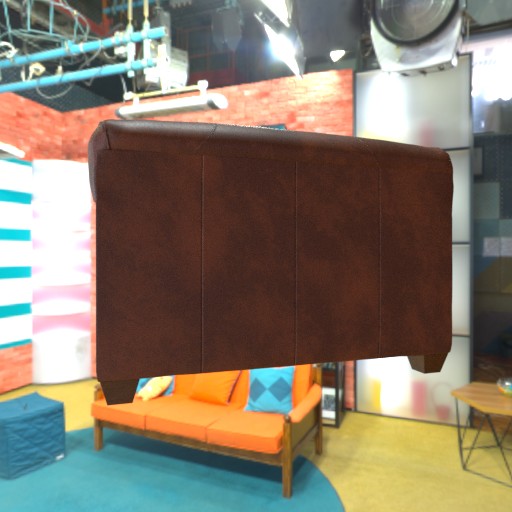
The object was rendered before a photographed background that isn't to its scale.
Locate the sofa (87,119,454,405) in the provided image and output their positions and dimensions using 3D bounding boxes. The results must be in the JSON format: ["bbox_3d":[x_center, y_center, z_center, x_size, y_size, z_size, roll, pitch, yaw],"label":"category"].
[{"bbox_3d":[0.000,0.000,2.045,1.413,0.956,1.000,0,0,-18],"label":"sofa"}]
